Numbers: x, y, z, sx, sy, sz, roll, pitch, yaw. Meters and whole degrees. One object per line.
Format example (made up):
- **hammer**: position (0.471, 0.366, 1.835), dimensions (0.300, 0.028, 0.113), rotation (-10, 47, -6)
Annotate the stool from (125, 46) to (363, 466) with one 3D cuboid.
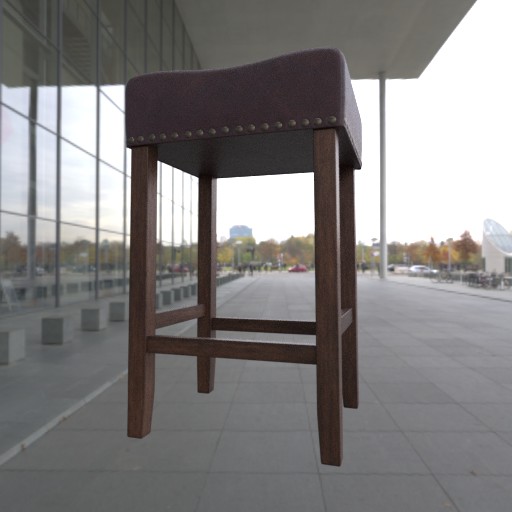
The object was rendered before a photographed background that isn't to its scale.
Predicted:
- **stool**: position (0.000, 0.000, 1.047), dimensions (0.465, 0.769, 0.401), rotation (0, -1, 18)
